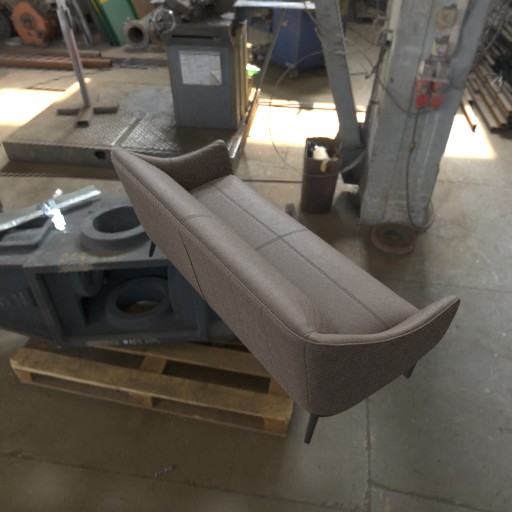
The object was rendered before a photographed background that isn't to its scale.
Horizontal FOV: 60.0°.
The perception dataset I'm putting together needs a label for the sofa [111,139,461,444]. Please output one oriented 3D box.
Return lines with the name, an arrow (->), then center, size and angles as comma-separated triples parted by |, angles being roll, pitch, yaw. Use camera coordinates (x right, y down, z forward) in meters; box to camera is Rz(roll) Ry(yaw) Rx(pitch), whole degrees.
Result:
sofa -> 0.000, 0.000, 2.439 | 0.869, 0.831, 1.928 | -25, 46, -27
